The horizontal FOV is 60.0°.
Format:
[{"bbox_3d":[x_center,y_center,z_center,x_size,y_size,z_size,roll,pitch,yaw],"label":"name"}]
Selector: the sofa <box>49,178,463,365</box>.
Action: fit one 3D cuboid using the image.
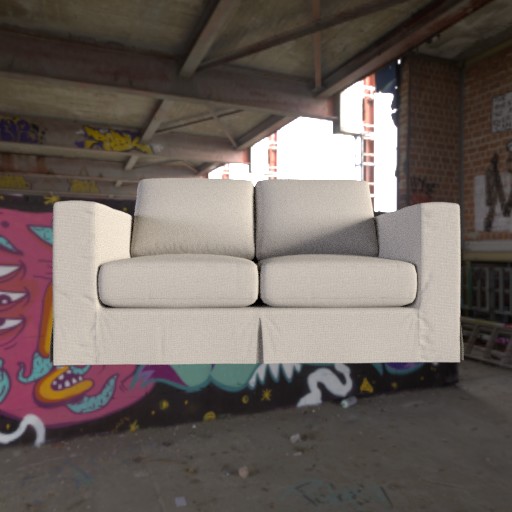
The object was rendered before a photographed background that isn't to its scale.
[{"bbox_3d":[0.000,0.000,2.411,1.813,0.932,1.009,0,0,-2],"label":"sofa"}]
